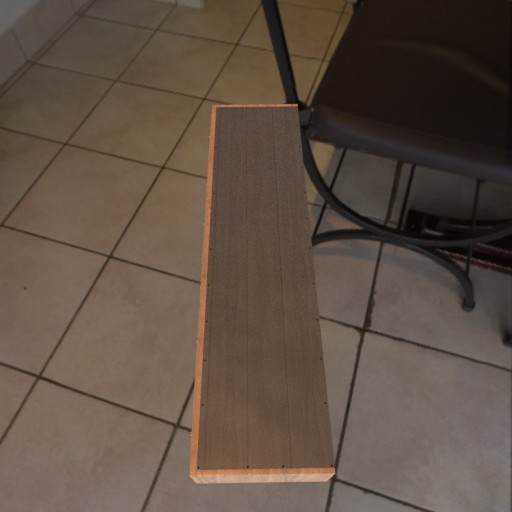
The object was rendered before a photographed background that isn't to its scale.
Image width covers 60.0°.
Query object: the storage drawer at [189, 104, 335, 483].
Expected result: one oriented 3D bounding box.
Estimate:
[{"bbox_3d":[0.000,0.000,2.240,0.538,0.264,2.032,-1,57,0],"label":"storage drawer"}]
